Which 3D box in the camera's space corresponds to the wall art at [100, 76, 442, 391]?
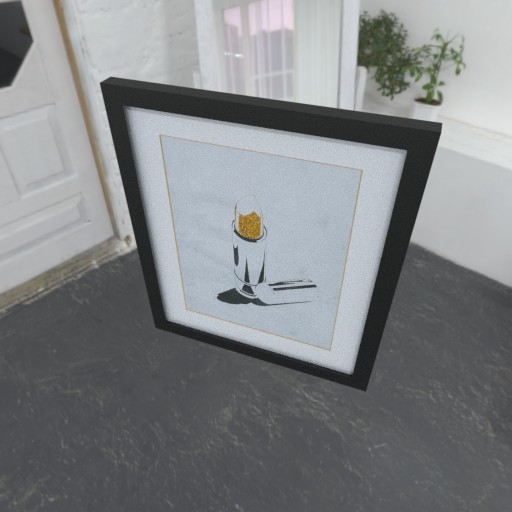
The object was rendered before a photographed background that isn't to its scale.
[{"bbox_3d":[0.000,0.000,0.537,0.330,0.381,0.019,13,43,15],"label":"wall art"}]
